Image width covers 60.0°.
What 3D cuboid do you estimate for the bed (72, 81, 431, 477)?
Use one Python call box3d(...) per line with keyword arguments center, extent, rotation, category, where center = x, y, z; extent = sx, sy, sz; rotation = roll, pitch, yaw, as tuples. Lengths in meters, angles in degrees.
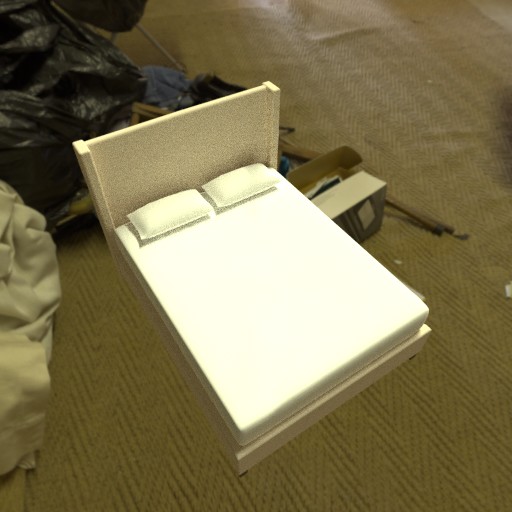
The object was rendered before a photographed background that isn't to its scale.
box3d(center=(0.000, 0.000, 3.513), extent=(1.778, 1.471, 2.293), rotation=(-26, 53, -22), category="bed")
